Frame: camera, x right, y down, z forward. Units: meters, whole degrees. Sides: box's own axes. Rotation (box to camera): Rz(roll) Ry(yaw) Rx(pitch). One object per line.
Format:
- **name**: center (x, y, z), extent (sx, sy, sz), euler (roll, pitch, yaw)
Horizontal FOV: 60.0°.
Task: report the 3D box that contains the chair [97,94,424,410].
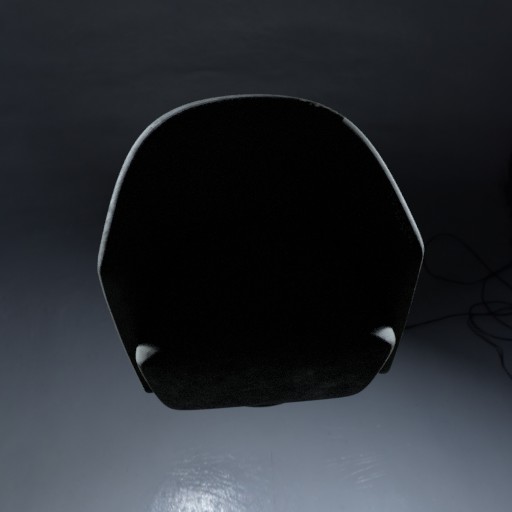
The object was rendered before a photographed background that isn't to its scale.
- **chair**: center (0.000, 0.000, 1.350), extent (0.773, 0.698, 0.767), euler (-4, 45, -4)
